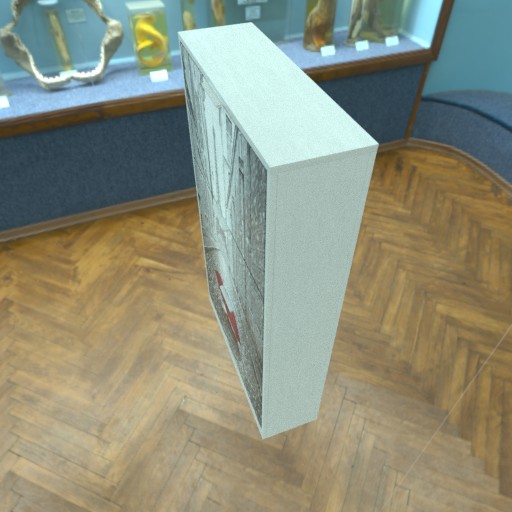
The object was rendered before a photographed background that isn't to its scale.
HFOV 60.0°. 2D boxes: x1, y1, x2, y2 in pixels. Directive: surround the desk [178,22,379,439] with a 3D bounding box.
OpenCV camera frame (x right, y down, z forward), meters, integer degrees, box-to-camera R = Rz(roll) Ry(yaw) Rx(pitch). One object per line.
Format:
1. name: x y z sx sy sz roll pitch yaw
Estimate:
1. desk: 0.000 0.000 1.566 0.250 1.280 0.750 -15 48 -14
